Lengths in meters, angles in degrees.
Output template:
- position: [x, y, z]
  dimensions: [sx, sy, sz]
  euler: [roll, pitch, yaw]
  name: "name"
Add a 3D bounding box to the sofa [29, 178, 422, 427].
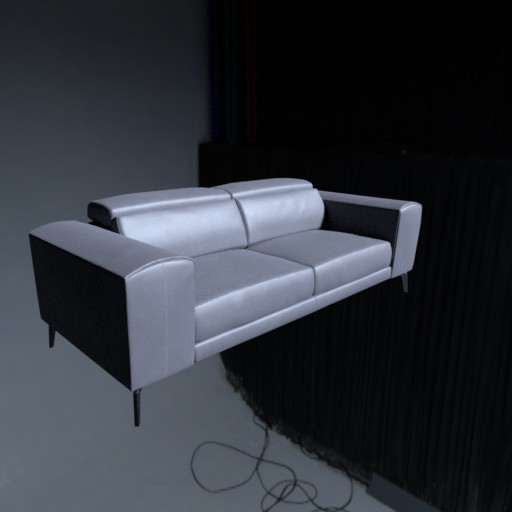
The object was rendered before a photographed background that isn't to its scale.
- position: [0.000, 0.000, 2.776]
  dimensions: [2.330, 0.814, 1.048]
  euler: [-15, 22, -42]
  name: "sofa"
